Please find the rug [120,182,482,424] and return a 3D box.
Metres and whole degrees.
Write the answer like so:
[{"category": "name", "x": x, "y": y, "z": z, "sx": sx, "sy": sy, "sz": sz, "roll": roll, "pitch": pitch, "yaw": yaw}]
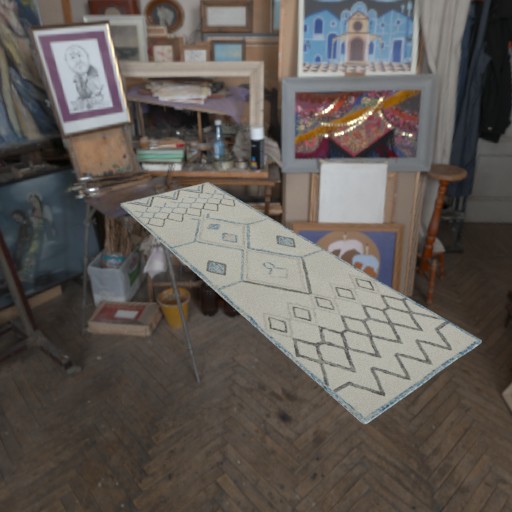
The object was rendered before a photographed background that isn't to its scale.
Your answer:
[{"category": "rug", "x": 0.000, "y": 0.000, "z": 2.660, "sx": 0.770, "sy": 0.013, "sz": 2.434, "roll": -20, "pitch": 36, "yaw": -30}]
